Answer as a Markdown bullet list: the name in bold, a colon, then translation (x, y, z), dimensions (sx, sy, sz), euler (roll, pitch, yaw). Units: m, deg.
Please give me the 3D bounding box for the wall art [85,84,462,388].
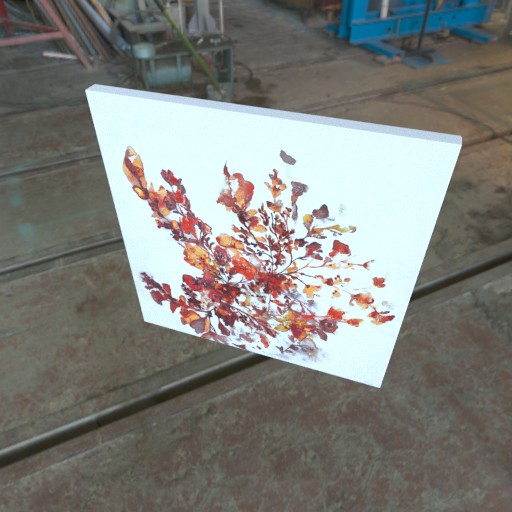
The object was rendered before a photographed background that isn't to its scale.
- **wall art**: translation (0.000, 0.000, 1.113), dimensions (0.757, 0.757, 0.037), euler (13, 43, 14)
